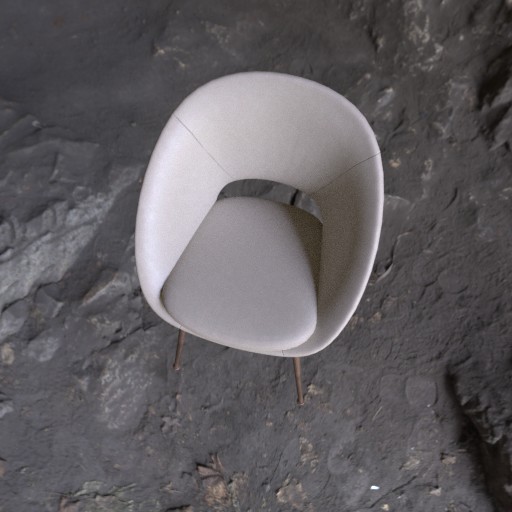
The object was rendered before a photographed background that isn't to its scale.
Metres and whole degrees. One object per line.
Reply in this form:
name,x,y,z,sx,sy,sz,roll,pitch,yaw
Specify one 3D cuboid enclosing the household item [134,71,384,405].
household item,0.000,0.000,1.303,0.623,0.852,0.573,13,60,8
